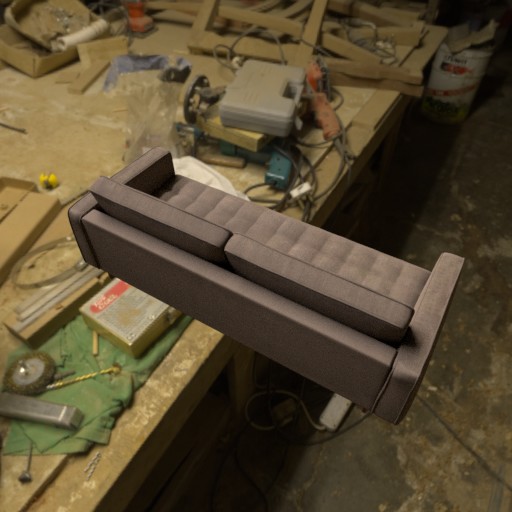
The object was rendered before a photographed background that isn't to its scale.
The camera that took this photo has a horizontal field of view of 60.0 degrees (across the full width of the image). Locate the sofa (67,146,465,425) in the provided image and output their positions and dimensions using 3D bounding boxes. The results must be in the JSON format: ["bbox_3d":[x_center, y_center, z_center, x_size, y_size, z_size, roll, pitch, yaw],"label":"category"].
[{"bbox_3d":[0.000,0.000,2.765,2.295,0.813,0.923,24,51,21],"label":"sofa"}]
